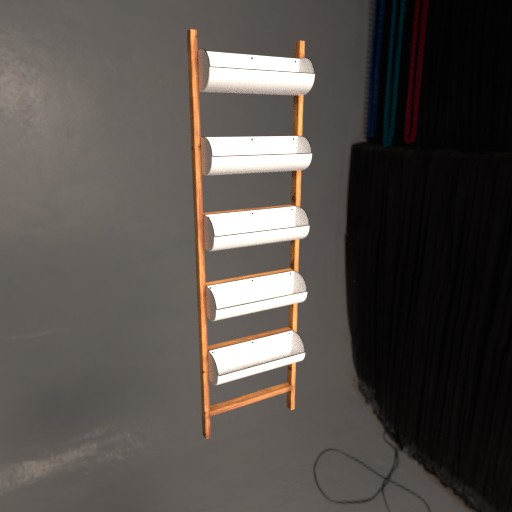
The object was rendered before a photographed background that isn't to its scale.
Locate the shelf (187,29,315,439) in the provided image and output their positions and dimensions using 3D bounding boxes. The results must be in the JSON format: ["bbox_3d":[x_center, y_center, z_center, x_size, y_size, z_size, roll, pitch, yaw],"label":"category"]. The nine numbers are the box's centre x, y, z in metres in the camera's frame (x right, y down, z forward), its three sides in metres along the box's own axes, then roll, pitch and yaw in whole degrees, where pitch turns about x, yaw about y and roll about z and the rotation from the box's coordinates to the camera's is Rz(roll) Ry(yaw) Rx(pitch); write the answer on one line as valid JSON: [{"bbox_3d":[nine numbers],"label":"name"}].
[{"bbox_3d":[0.000,0.000,1.756,0.454,1.600,0.141,-9,18,-27],"label":"shelf"}]
